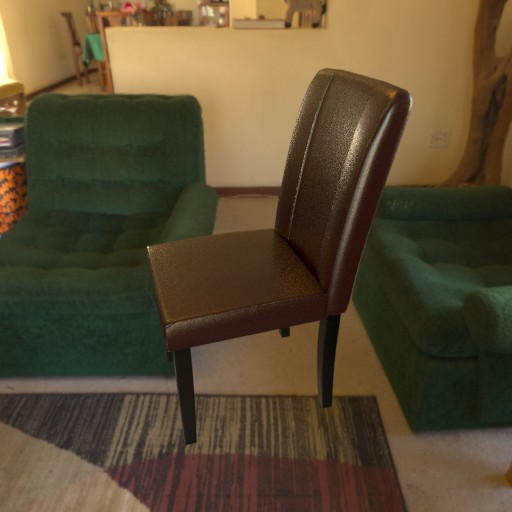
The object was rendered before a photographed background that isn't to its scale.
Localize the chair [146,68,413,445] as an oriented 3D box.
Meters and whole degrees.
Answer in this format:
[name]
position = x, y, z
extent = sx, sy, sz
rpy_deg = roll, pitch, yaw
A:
[chair]
position = 0.000, 0.000, 1.199
extent = 0.556, 0.897, 0.399
rpy_deg = -9, 31, -16
